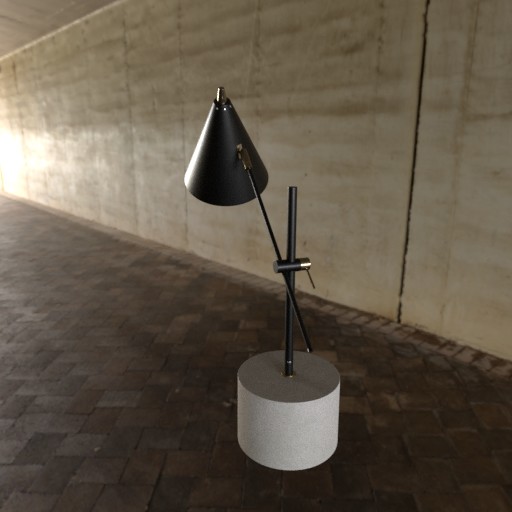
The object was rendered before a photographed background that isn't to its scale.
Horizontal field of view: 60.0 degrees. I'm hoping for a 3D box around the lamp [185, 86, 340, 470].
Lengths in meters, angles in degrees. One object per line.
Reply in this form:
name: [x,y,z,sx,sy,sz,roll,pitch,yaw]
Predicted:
lamp: [0.000,0.000,0.713,0.214,0.518,0.403,-2,15,-9]
